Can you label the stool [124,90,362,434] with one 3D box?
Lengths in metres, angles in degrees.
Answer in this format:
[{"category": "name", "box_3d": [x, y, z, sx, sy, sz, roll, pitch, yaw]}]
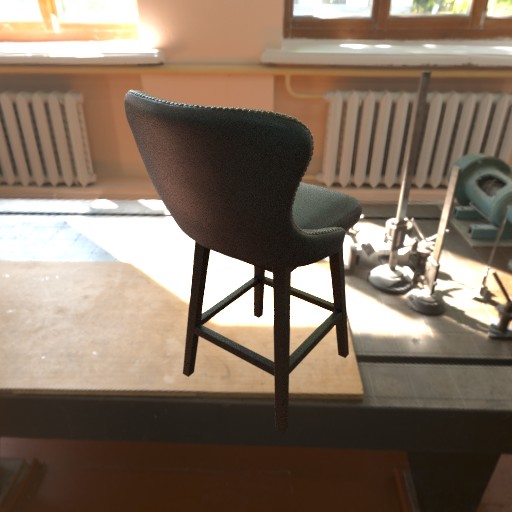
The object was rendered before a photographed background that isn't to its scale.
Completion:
[{"category": "stool", "box_3d": [0.000, 0.000, 1.323, 0.528, 0.971, 0.593, 20, 36, 31]}]
